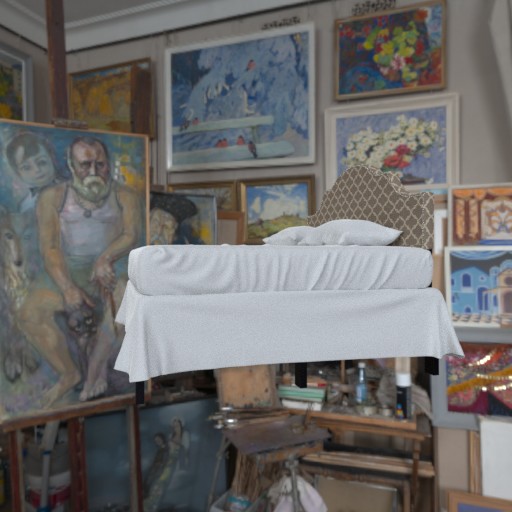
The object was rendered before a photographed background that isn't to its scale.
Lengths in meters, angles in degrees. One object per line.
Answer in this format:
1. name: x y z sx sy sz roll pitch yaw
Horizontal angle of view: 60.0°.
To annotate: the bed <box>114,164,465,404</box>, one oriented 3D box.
1. bed: 0.000 0.000 3.651 2.222 1.601 2.314 0 0 -17
